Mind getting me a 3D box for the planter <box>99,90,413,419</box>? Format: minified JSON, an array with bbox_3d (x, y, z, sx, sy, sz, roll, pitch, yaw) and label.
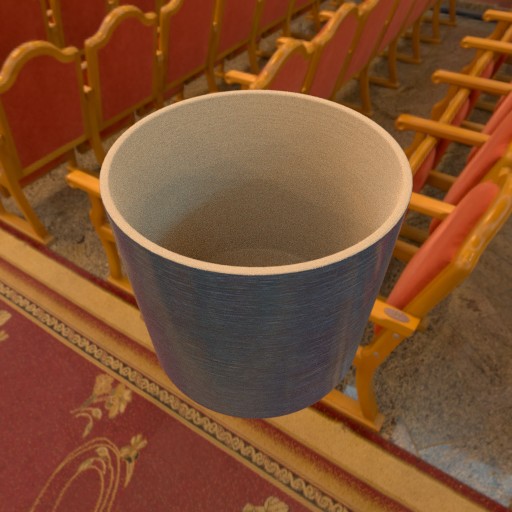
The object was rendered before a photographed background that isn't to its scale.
[{"bbox_3d":[0.000,0.000,0.394,0.221,0.201,0.221,0,46,0],"label":"planter"}]
